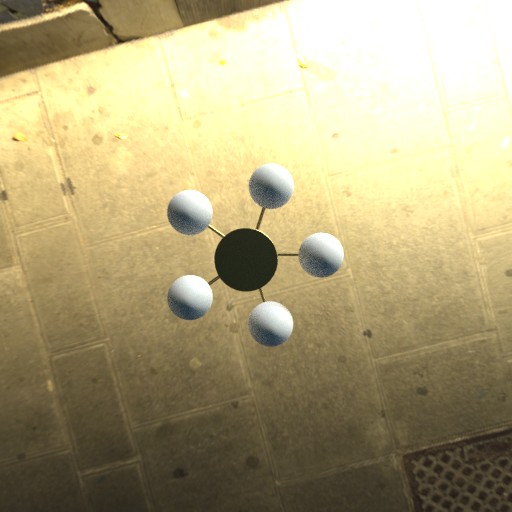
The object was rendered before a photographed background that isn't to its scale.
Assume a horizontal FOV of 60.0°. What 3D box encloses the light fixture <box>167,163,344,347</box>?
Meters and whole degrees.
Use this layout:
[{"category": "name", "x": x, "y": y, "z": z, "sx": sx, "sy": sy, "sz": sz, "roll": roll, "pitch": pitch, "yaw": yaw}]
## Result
[{"category": "light fixture", "x": 0.000, "y": 0.000, "z": 1.784, "sx": 0.785, "sy": 1.331, "sz": 0.815, "roll": 0, "pitch": 91, "yaw": -1}]
